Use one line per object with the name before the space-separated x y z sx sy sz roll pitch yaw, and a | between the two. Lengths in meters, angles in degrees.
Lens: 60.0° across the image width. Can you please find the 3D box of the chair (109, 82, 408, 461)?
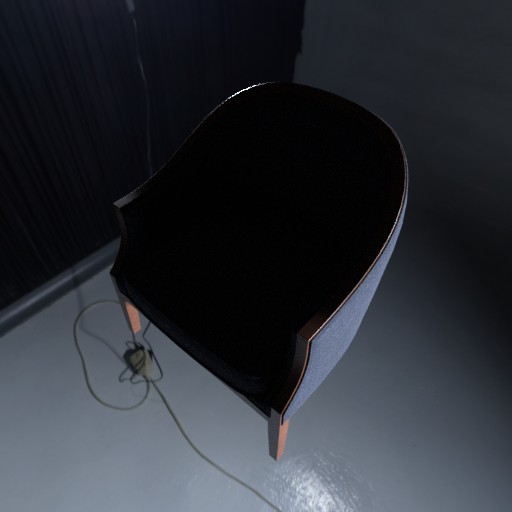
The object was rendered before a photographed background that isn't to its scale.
chair | 0.000 0.000 1.475 0.803 0.876 0.735 32 54 28
